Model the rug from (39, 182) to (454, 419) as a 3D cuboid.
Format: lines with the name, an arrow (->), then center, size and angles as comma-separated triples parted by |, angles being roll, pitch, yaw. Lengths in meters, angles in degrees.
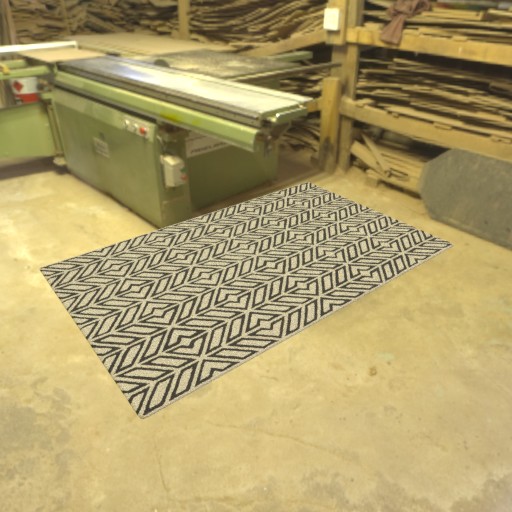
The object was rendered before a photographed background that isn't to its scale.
rug -> 0.000, 0.000, 3.045 | 2.438, 0.008, 1.523 | -22, 38, -32
